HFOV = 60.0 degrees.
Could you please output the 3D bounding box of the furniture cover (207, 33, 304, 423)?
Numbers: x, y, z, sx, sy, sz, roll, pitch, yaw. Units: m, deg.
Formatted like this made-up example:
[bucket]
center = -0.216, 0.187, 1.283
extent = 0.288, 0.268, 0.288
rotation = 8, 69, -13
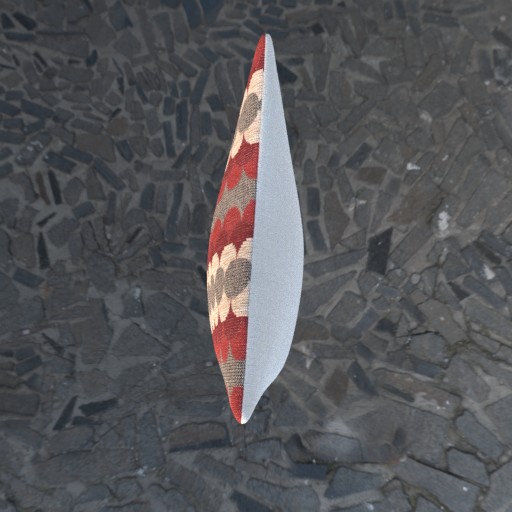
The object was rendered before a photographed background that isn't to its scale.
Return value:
[furniture cover]
center = 0.000, 0.000, 0.652
extent = 0.145, 0.420, 0.435
rotation = 3, 74, 1
